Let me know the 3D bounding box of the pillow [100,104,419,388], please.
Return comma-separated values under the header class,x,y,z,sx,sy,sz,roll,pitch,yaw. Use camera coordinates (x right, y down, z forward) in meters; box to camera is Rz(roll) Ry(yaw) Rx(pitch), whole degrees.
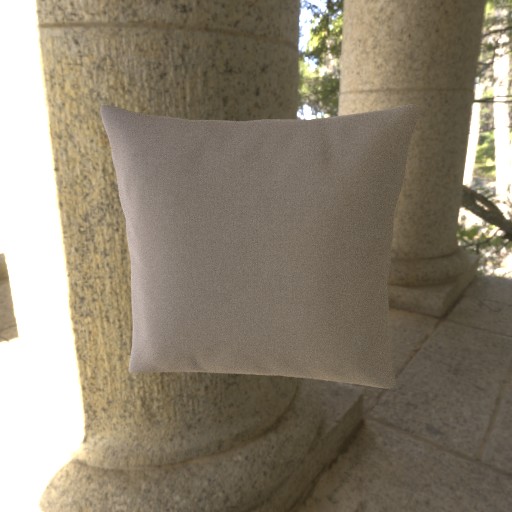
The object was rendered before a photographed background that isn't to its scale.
class,x,y,z,sx,sy,sz,roll,pitch,yaw
pillow,0.000,0.000,0.788,0.523,0.510,0.166,2,17,7
